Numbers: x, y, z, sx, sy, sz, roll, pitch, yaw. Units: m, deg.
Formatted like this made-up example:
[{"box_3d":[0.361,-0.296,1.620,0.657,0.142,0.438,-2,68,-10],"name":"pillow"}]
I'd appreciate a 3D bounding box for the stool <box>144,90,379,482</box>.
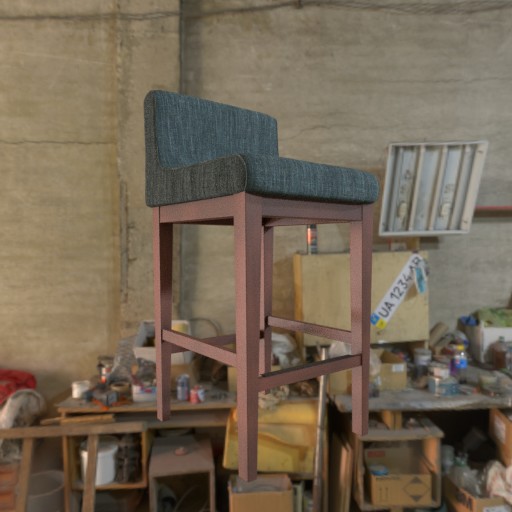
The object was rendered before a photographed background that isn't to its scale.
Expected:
[{"box_3d":[0.000,0.000,1.086,0.395,0.835,0.459,-1,2,-38],"name":"stool"}]
